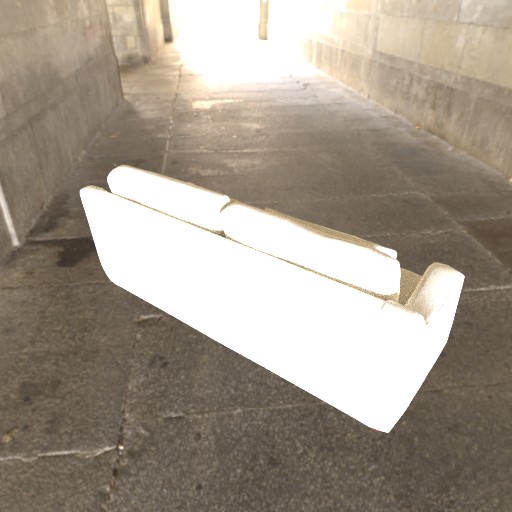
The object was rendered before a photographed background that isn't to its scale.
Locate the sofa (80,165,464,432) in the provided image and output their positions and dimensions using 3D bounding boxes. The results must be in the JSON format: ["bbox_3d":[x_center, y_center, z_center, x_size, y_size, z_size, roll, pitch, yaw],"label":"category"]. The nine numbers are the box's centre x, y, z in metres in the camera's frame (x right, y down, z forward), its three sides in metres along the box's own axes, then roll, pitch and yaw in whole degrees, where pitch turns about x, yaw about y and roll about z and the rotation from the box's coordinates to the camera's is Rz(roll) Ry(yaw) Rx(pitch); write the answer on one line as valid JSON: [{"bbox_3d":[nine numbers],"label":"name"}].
[{"bbox_3d":[0.000,0.000,3.026,2.470,1.022,1.009,22,37,32],"label":"sofa"}]
